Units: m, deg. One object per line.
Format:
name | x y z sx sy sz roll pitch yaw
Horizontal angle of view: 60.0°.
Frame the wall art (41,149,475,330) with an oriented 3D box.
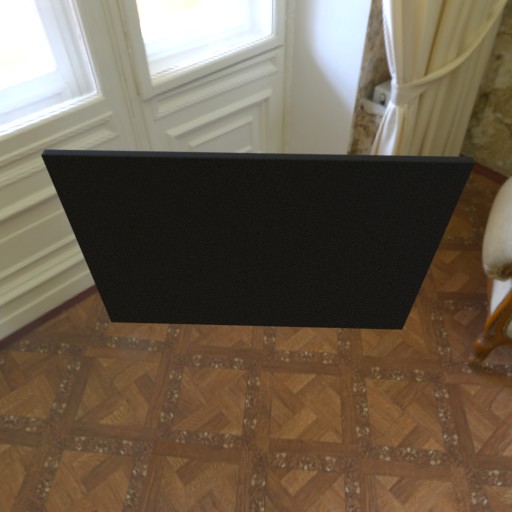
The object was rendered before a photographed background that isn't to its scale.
wall art | 0.000 0.000 1.233 0.964 0.659 0.049 2 47 2
